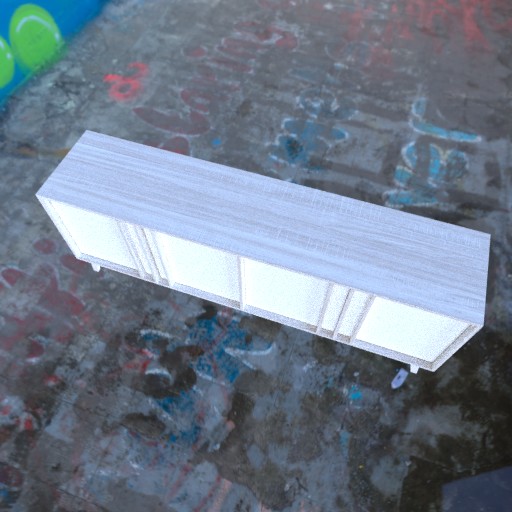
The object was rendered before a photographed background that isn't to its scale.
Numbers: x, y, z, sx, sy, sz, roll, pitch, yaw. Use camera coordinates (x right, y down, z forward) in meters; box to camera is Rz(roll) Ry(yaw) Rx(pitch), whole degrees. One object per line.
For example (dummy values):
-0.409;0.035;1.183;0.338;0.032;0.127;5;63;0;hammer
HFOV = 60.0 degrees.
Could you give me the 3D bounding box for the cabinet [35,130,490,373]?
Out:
0.000;0.000;2.515;2.200;0.780;0.500;16;59;10;cabinet
